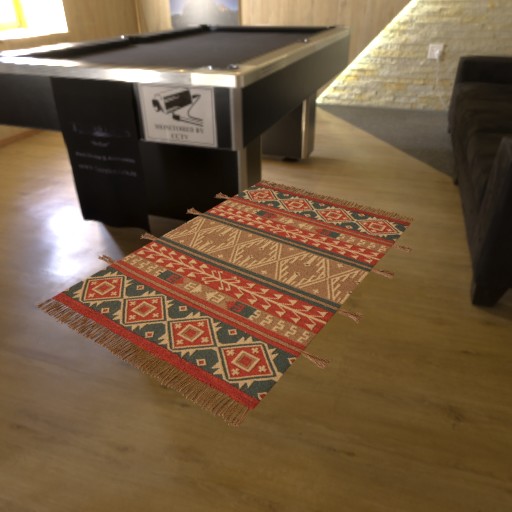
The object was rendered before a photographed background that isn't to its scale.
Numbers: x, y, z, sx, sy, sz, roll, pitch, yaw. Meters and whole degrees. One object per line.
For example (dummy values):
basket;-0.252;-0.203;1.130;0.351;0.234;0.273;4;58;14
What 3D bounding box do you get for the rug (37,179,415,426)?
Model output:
rug;0.000;0.000;2.561;1.469;0.040;2.025;20;36;29
